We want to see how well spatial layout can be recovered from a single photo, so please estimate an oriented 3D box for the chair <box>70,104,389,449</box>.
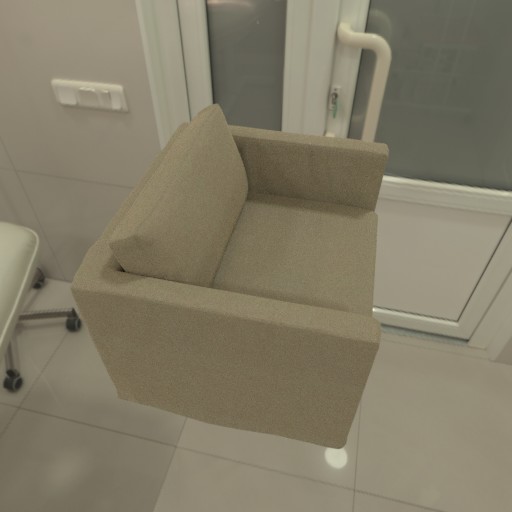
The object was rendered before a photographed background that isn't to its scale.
[{"bbox_3d":[0.000,0.000,1.780,0.949,0.863,1.057,9,46,9],"label":"chair"}]
